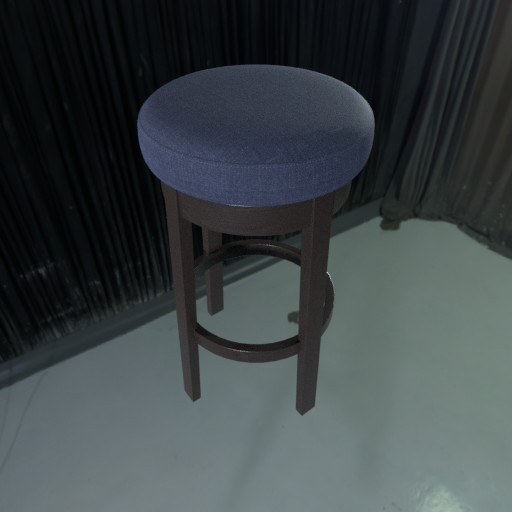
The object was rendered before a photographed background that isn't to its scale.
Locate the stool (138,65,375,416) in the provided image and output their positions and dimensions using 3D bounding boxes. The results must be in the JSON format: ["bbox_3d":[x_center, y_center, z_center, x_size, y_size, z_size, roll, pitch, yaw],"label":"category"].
[{"bbox_3d":[0.000,0.000,1.030,0.446,0.758,0.446,0,41,0],"label":"stool"}]
